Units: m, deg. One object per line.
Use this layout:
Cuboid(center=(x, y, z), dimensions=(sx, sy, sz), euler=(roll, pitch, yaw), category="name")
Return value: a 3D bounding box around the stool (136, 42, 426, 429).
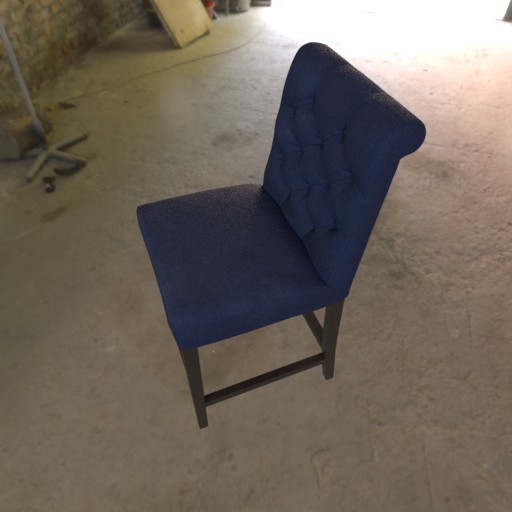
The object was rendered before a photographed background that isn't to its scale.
Cuboid(center=(0.000, 0.000, 1.317), dimensions=(0.601, 1.010, 0.493), euler=(-16, 49, -14), category="stool")
